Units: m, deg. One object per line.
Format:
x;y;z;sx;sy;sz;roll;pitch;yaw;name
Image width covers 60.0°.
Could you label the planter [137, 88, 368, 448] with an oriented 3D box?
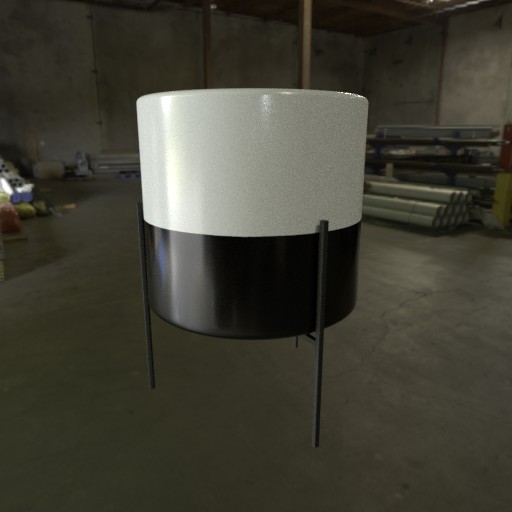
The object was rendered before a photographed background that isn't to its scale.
0.000;0.000;0.647;0.310;0.432;0.310;14;21;43;planter
